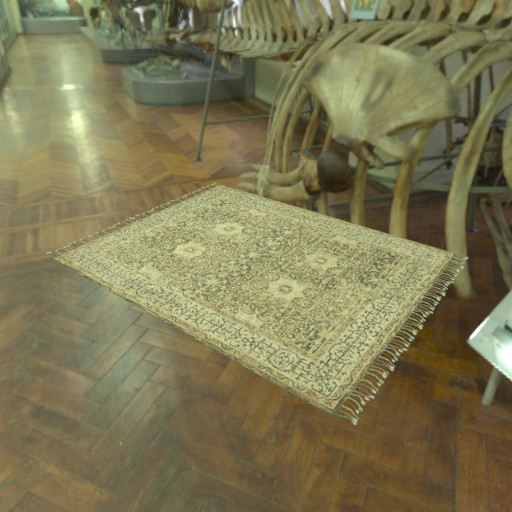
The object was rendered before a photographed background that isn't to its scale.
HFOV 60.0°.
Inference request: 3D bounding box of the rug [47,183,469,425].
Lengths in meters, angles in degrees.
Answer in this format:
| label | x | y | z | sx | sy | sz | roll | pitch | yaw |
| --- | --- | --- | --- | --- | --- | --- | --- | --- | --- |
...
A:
| label | x | y | z | sx | sy | sz | roll | pitch | yaw |
| --- | --- | --- | --- | --- | --- | --- | --- | --- | --- |
| rug | 0.000 | 0.000 | 4.248 | 3.291 | 0.017 | 2.431 | 21 | 36 | 32 |
